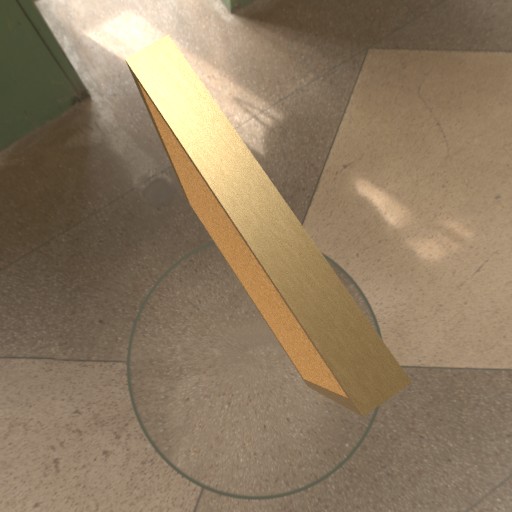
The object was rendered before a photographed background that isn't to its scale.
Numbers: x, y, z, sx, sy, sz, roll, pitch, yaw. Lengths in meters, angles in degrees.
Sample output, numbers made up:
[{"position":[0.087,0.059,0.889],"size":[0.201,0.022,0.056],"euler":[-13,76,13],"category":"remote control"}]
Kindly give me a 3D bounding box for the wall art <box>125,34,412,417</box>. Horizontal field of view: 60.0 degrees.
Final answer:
[{"position":[0.000,0.000,0.455],"size":[0.038,0.305,0.304],"euler":[-32,79,-7],"category":"wall art"}]
